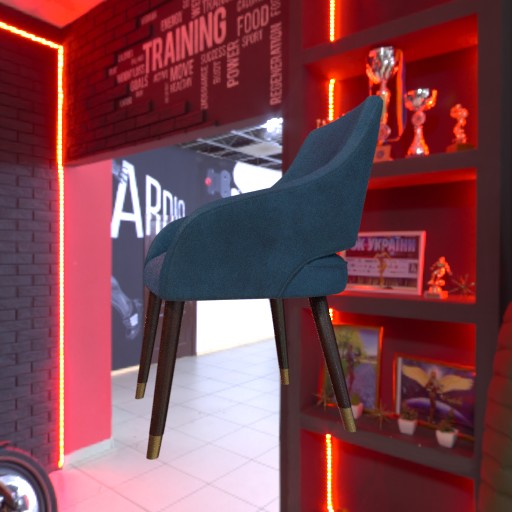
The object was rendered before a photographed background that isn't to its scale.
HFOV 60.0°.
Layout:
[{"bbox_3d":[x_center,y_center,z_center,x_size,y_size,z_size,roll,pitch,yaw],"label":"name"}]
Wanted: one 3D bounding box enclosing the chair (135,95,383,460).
[{"bbox_3d":[0.000,0.000,1.560,0.794,1.081,0.683,0,0,-18],"label":"chair"}]
